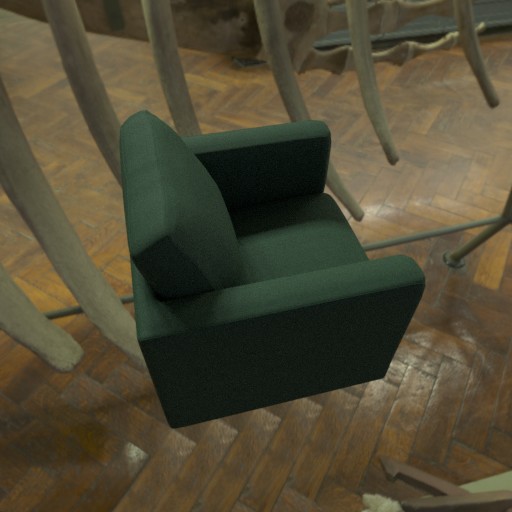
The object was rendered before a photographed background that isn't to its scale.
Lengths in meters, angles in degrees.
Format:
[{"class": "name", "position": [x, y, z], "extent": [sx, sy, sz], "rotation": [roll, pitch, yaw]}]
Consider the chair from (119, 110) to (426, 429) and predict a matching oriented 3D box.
[{"class": "chair", "position": [0.000, 0.000, 1.560], "extent": [0.800, 0.927, 0.855], "rotation": [-11, 49, -9]}]
